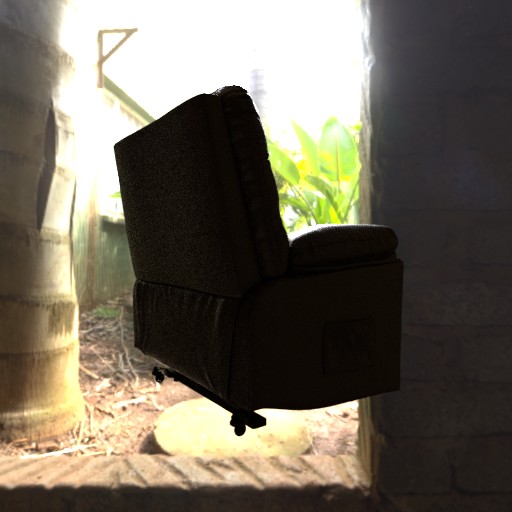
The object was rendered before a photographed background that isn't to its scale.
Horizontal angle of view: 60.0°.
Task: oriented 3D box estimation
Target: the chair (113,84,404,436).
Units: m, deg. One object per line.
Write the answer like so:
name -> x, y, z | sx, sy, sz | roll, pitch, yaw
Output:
chair -> 0.000, 0.000, 1.736 | 0.879, 1.041, 0.940 | -1, 2, -35
